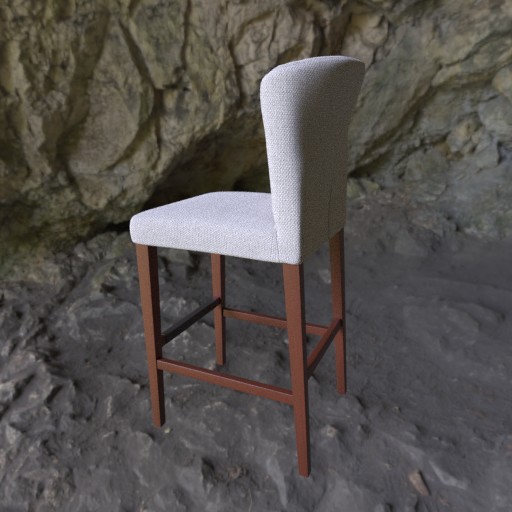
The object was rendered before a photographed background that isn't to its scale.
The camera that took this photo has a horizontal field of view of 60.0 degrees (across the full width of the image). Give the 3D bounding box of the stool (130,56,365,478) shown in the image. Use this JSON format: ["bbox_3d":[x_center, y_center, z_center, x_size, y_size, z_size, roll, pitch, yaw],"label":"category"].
[{"bbox_3d":[0.000,0.000,1.336,0.568,1.069,0.481,8,19,23],"label":"stool"}]
